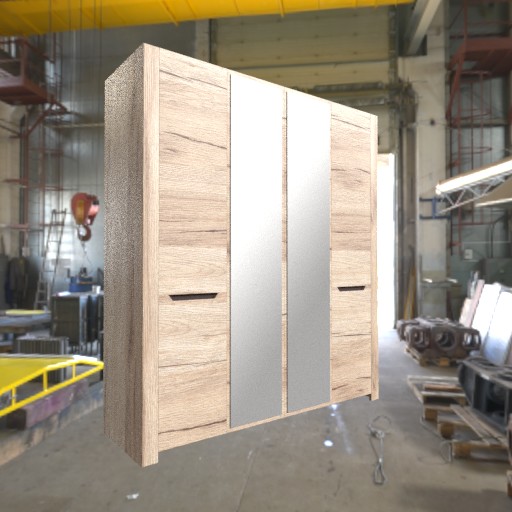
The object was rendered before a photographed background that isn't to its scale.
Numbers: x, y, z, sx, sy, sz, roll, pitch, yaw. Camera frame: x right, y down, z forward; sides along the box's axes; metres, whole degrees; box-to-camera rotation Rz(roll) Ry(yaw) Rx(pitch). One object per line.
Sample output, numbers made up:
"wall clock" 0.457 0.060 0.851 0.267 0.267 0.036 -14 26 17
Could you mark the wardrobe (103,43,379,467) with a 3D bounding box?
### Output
"wardrobe" 0.000 0.000 2.927 1.810 2.070 0.580 1 -1 -37
